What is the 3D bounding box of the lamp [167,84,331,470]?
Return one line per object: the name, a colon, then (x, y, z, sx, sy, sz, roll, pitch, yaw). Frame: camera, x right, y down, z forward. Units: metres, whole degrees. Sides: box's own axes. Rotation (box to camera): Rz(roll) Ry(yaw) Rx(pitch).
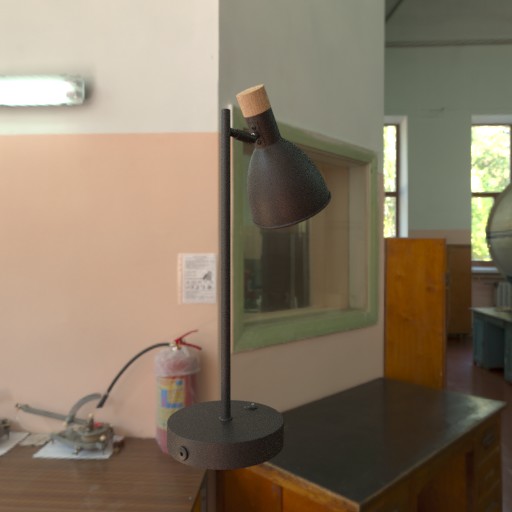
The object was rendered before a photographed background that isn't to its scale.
lamp: (0.000, 0.000, 0.627, 0.152, 0.483, 0.287, 0, 0, 37)
